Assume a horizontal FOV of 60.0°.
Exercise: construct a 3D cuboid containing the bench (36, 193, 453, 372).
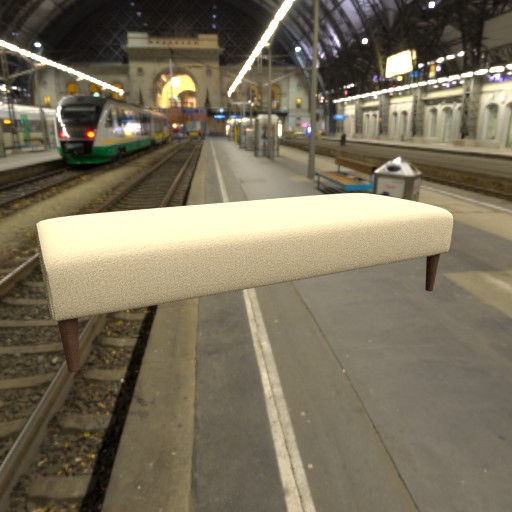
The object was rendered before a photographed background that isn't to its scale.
[{"bbox_3d":[0.000,0.000,1.848,1.609,0.393,0.646,-8,18,-26],"label":"bench"}]
